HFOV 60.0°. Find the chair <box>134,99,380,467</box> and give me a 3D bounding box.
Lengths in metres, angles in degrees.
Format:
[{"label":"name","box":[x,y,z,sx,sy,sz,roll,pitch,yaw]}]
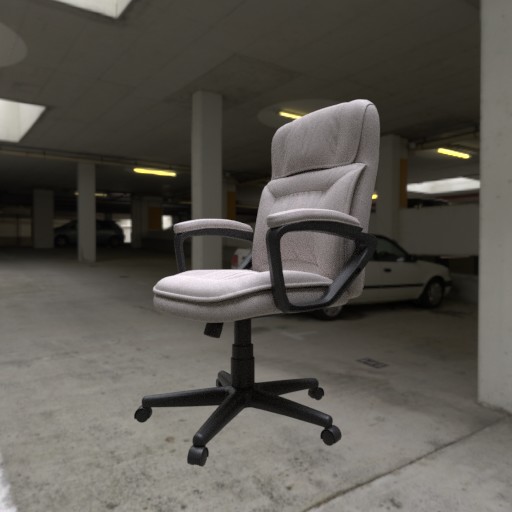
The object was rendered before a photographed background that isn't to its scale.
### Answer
[{"label":"chair","box":[0.000,0.000,1.519,0.724,1.105,0.667,-1,1,-36]}]
